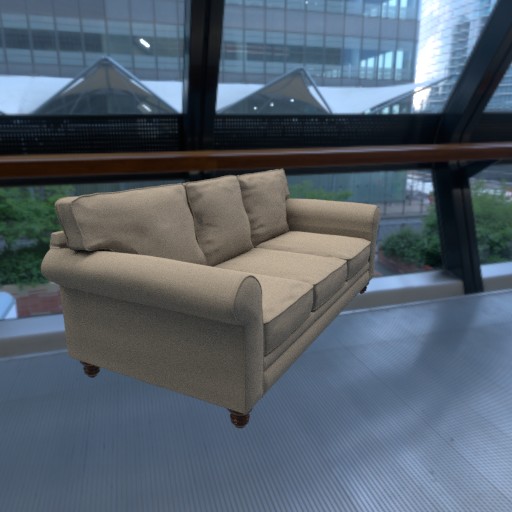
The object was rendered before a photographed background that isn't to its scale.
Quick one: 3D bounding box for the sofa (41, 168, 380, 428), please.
[{"bbox_3d":[0.000,0.000,2.605,0.998,0.889,2.118,8,17,27],"label":"sofa"}]
